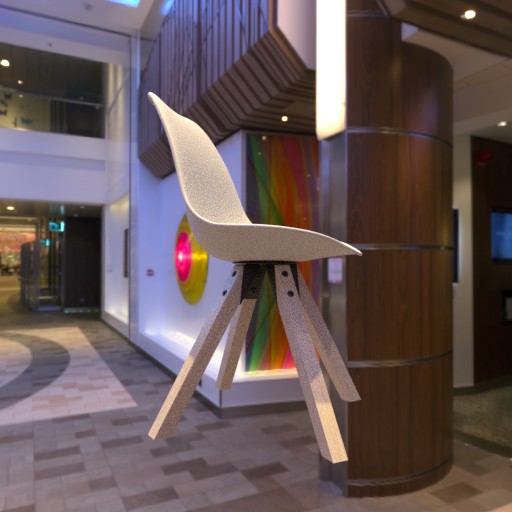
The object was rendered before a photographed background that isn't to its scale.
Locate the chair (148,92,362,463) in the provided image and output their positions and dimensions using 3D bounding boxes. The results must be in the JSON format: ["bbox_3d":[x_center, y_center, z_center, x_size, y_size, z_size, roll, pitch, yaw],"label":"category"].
[{"bbox_3d":[0.000,0.000,1.182,0.550,0.850,0.485,0,-1,17],"label":"chair"}]
